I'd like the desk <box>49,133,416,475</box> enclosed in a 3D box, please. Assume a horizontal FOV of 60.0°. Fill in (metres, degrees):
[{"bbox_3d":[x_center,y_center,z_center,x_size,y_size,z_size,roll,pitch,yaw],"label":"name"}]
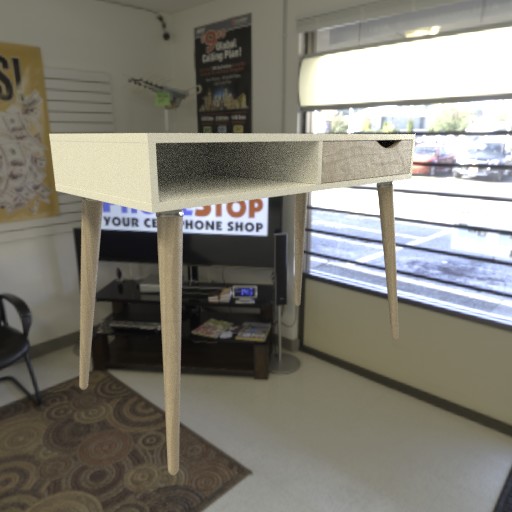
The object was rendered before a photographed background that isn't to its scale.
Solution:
[{"bbox_3d":[0.000,0.000,1.363,0.979,0.723,0.491,-14,21,-42],"label":"desk"}]
